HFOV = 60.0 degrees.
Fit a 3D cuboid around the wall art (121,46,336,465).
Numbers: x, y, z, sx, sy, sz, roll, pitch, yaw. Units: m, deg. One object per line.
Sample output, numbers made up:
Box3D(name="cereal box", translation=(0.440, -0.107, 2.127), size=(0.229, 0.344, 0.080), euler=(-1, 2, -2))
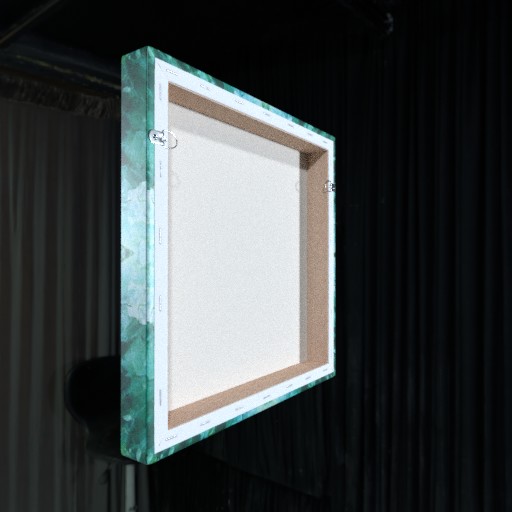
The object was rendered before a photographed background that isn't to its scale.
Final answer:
Box3D(name="wall art", translation=(0.000, 0.000, 0.463), size=(0.033, 0.313, 0.313), euler=(0, 0, 36))
